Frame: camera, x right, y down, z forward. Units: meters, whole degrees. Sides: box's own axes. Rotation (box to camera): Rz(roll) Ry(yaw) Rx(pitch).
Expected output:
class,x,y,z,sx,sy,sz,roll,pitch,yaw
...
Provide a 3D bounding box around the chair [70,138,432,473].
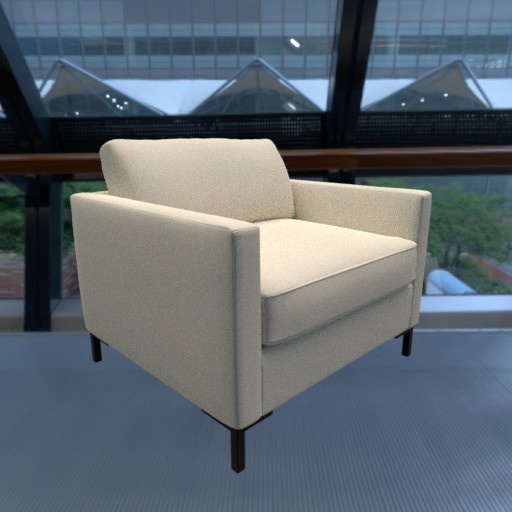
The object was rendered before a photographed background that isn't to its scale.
class,x,y,z,sx,sy,sz,roll,pitch,yaw
chair,0.000,0.000,1.573,0.964,0.806,0.875,-14,20,-42
